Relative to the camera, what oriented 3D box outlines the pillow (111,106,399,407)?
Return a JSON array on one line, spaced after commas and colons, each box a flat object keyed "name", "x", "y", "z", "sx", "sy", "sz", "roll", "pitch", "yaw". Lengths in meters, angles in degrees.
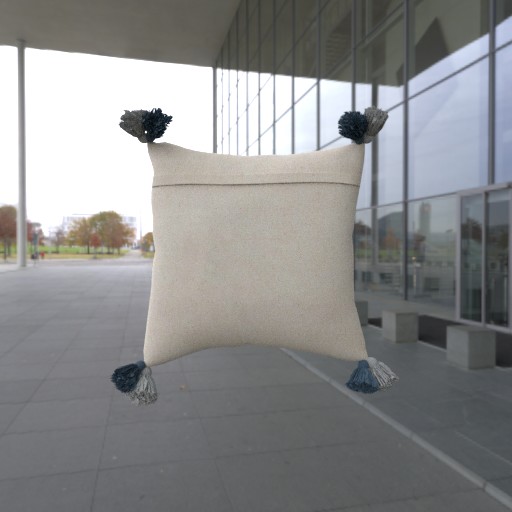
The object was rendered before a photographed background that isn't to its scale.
[{"name": "pillow", "x": 0.000, "y": 0.000, "z": 0.953, "sx": 0.614, "sy": 0.634, "sz": 0.138, "roll": 0, "pitch": 1, "yaw": 0}]
